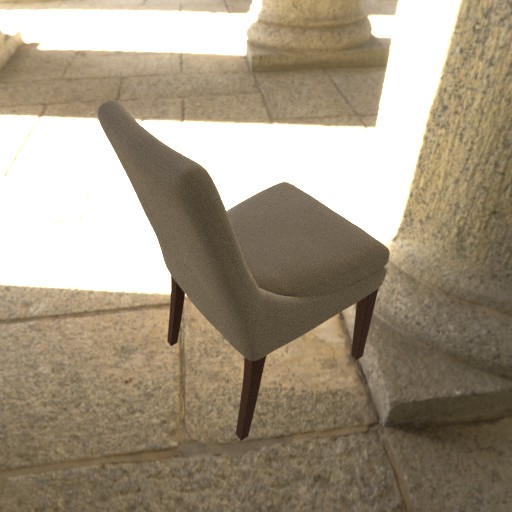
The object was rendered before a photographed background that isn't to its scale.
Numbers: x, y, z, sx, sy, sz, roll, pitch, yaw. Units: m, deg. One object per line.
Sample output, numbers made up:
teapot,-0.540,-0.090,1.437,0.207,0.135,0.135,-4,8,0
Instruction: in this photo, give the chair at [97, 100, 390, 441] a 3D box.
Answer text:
chair,0.000,0.000,1.311,0.638,0.940,0.515,-26,47,-27
